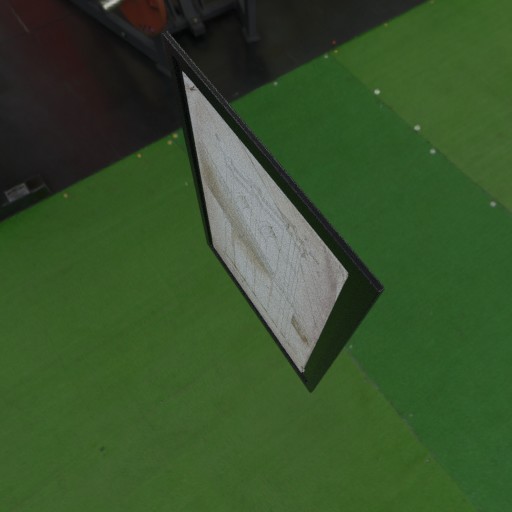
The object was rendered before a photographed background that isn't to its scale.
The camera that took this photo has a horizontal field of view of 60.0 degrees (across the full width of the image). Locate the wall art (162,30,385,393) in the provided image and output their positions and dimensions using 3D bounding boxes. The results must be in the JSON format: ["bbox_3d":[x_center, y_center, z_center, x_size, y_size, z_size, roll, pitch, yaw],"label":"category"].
[{"bbox_3d":[0.000,0.000,1.247,0.013,0.967,0.707,-31,68,-14],"label":"wall art"}]
